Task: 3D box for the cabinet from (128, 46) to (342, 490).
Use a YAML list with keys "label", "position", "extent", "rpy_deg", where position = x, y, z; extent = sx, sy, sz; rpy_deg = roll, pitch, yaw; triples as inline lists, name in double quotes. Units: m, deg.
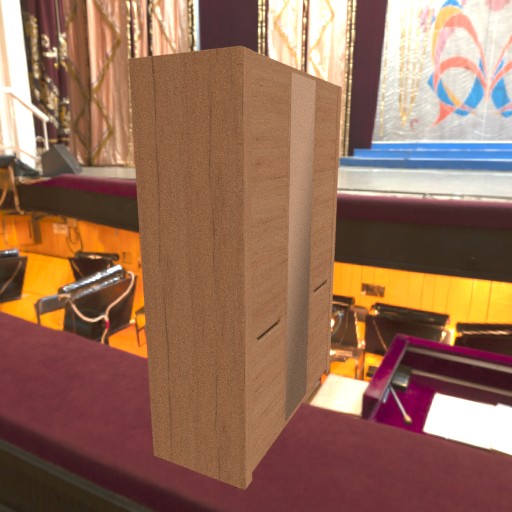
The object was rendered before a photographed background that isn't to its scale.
- label: "cabinet"
  position: [0.000, 0.000, 2.717]
  extent: [0.580, 2.070, 1.400]
  rpy_deg: [7, 15, 26]
